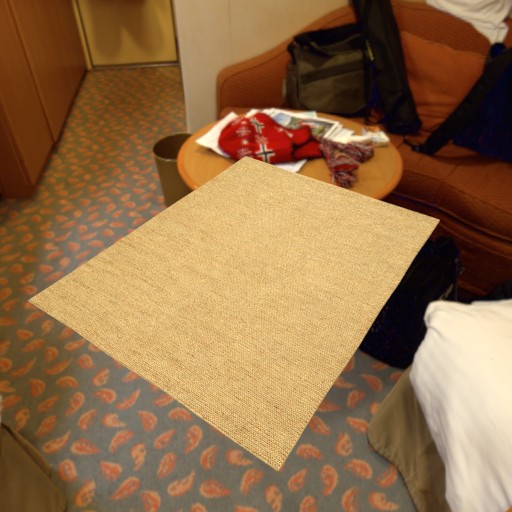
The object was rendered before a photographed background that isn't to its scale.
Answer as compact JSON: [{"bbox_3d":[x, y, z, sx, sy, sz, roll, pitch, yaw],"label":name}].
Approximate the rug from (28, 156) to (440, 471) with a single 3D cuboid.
[{"bbox_3d":[0.000,0.000,4.030,2.406,0.012,3.034,24,45,26],"label":"rug"}]
